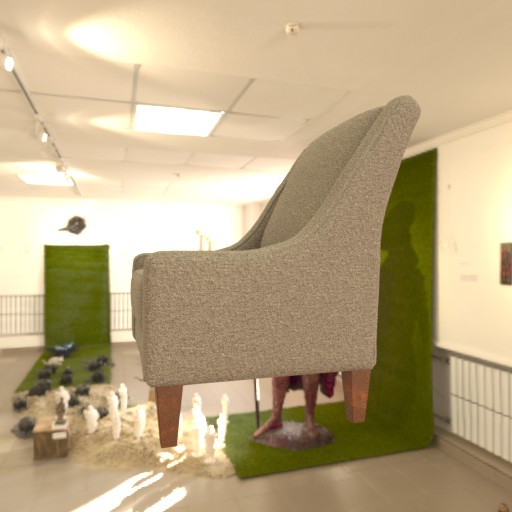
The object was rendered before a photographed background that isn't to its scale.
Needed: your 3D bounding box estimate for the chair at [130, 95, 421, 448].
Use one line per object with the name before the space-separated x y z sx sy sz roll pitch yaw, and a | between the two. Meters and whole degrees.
chair | 0.000 0.000 1.617 0.870 1.016 0.774 0 0 -18
